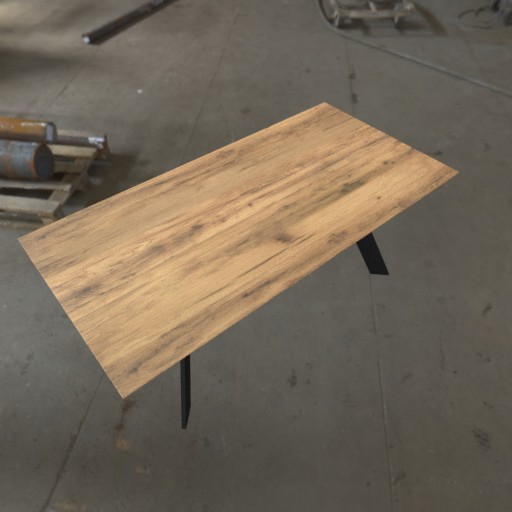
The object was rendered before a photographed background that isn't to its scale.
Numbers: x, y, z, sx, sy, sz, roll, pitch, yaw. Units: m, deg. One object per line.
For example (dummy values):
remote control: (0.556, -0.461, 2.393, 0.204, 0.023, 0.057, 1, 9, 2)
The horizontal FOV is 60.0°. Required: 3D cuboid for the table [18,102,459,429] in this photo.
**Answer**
table: (0.000, 0.000, 2.477, 2.000, 0.770, 1.000, -31, 54, -26)
